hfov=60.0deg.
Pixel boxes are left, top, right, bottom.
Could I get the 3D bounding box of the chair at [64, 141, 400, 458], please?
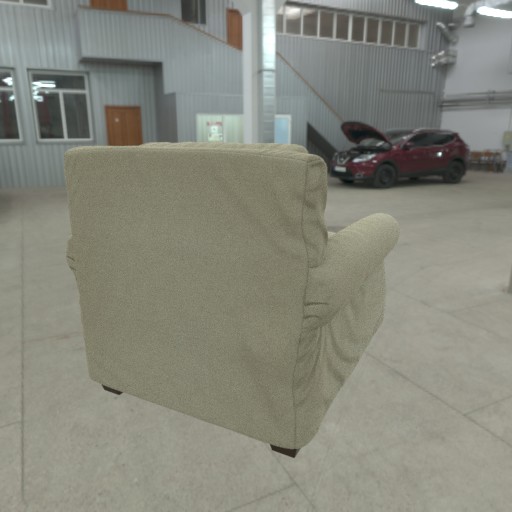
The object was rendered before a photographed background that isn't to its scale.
[{"bbox_3d":[0.000,0.000,1.705,0.940,0.866,1.066,8,18,27],"label":"chair"}]
